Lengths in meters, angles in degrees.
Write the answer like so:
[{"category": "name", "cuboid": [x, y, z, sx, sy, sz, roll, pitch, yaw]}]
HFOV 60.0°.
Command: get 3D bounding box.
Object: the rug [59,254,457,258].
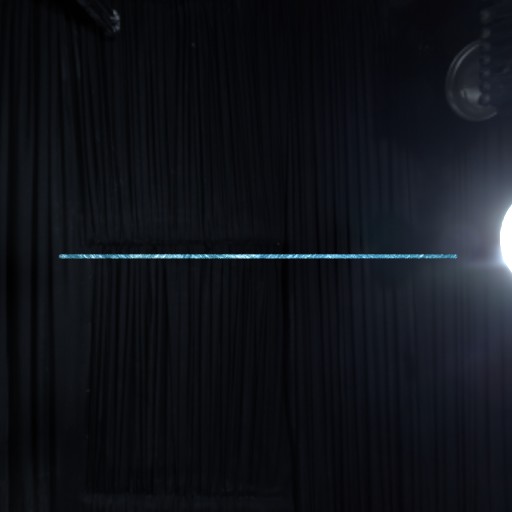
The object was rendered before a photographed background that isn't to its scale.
[{"category": "rug", "cuboid": [0.000, 0.000, 2.790, 1.490, 0.015, 2.277, 0, 0, -1]}]
